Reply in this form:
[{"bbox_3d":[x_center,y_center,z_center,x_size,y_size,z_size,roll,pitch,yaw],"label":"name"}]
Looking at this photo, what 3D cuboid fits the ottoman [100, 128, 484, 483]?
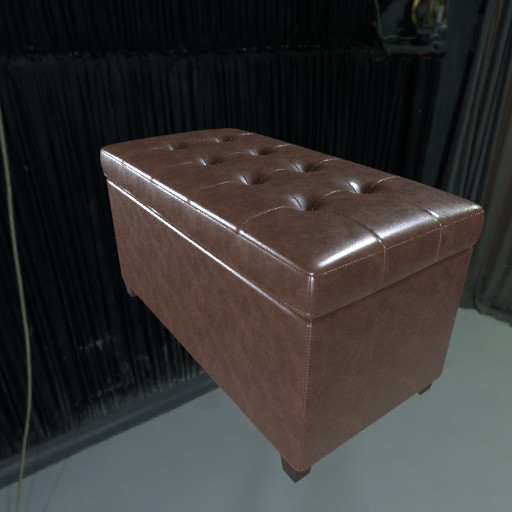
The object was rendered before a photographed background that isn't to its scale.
[{"bbox_3d":[0.000,0.000,1.075,0.432,0.470,0.838,-18,33,-31],"label":"ottoman"}]
